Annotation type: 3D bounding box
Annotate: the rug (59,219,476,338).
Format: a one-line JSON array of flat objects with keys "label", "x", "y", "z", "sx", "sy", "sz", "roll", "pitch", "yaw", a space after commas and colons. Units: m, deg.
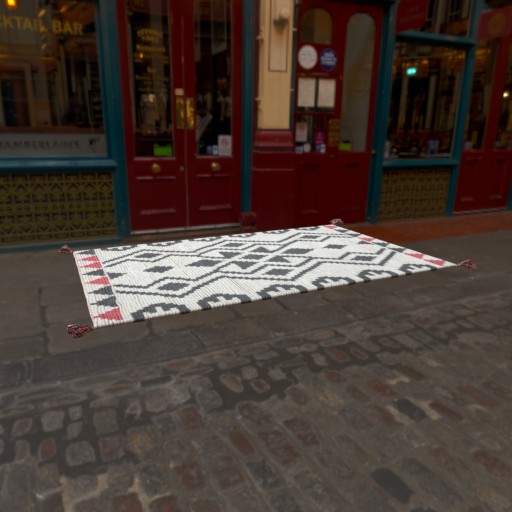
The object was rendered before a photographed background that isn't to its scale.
[{"label": "rug", "x": 0.000, "y": 0.000, "z": 3.280, "sx": 2.672, "sy": 0.066, "sz": 1.741, "roll": -7, "pitch": 17, "yaw": -24}]
